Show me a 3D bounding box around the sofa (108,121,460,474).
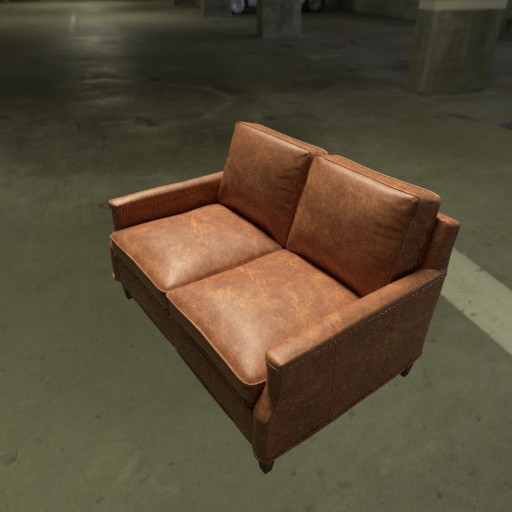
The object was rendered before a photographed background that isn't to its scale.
[{"bbox_3d":[0.000,0.000,2.308,1.084,1.003,1.597,-21,38,-30],"label":"sofa"}]
